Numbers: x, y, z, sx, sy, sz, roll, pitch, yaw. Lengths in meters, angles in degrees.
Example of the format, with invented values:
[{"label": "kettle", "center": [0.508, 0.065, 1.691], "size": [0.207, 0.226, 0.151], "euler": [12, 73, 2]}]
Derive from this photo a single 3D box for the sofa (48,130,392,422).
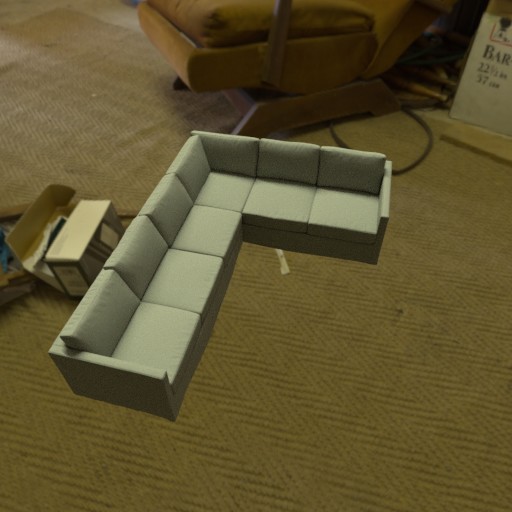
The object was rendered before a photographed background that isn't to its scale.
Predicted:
[{"label": "sofa", "center": [0.000, 0.000, 4.340], "size": [2.432, 0.871, 3.182], "euler": [10, 47, 10]}]
